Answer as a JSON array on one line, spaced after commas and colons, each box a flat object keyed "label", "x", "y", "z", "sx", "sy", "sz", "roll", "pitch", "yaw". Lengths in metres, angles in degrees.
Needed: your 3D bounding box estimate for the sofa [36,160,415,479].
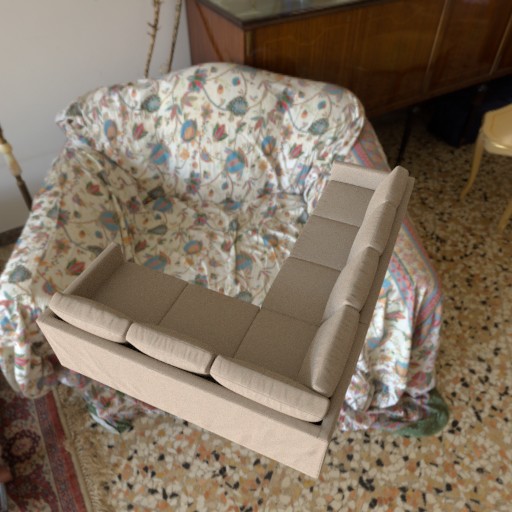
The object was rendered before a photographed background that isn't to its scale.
[{"label": "sofa", "x": 0.000, "y": 0.000, "z": 4.349, "sx": 2.432, "sy": 0.871, "sz": 3.182, "roll": 17, "pitch": 48, "yaw": 17}]
